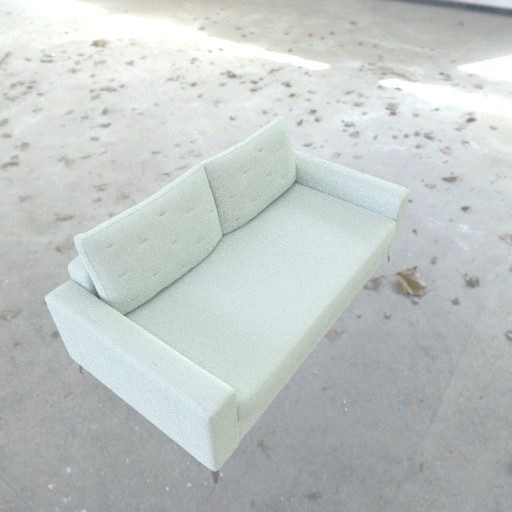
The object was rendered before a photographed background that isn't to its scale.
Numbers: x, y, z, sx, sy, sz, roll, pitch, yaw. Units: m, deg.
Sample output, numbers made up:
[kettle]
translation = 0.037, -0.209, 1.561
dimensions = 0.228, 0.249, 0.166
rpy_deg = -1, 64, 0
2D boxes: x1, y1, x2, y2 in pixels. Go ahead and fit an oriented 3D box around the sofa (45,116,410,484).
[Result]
[sofa]
translation = 0.000, 0.000, 2.141
dimensions = 0.920, 0.790, 1.650
rpy_deg = 26, 47, 27
